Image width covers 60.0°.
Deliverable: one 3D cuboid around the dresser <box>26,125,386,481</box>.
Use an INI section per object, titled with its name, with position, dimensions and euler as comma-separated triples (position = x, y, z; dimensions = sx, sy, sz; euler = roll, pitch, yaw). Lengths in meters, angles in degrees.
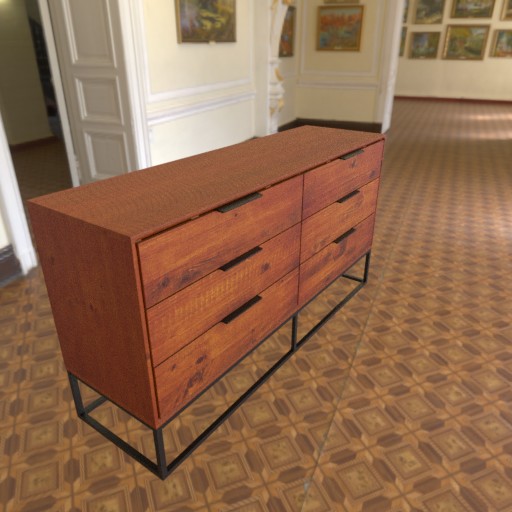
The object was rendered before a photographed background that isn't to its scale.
[dresser]
position = 0.000, 0.000, 1.843
dimensions = 0.464, 0.810, 1.536
euler = 18, 31, 32
